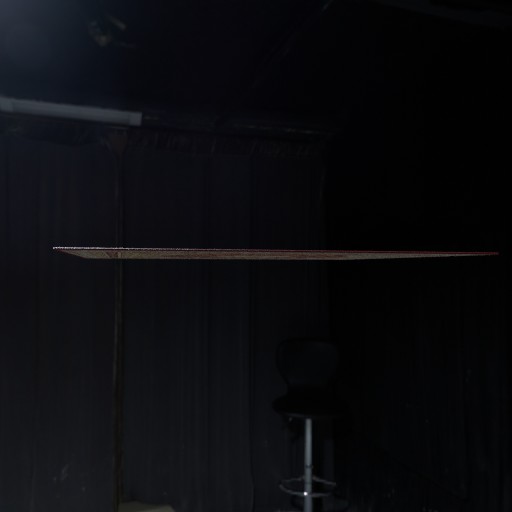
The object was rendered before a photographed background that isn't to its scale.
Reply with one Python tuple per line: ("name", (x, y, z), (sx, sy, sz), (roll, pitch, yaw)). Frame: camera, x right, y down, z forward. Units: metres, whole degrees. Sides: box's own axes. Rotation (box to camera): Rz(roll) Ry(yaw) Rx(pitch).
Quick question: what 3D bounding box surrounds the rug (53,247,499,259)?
("rug", (0.000, 0.000, 3.985), (3.053, 0.013, 2.387), (0, -1, -18))
